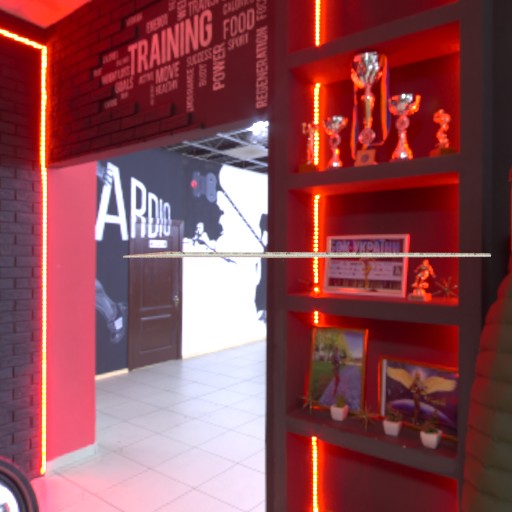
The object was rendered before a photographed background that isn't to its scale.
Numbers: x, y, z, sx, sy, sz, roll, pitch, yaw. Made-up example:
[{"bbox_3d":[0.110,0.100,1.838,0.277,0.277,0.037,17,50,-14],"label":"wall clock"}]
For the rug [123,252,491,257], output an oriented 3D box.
[{"bbox_3d":[0.000,0.000,2.895,1.521,0.015,2.280,0,0,-20],"label":"rug"}]
